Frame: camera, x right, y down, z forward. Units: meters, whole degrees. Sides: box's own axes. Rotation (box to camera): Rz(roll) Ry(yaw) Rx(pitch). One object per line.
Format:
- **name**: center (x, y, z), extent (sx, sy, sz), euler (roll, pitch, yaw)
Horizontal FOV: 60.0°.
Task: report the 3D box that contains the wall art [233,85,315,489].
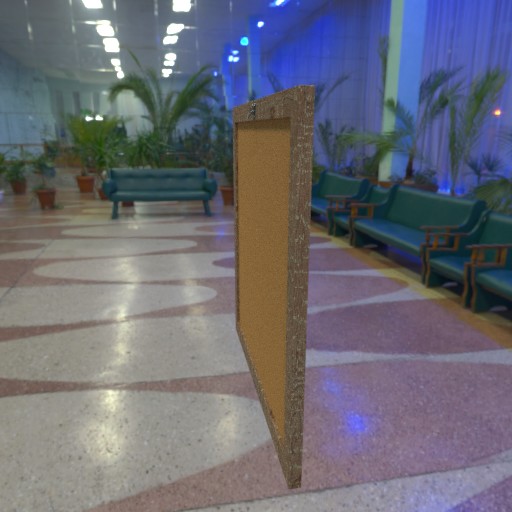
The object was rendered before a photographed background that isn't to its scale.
- **wall art**: center (0.000, 0.000, 0.572), extent (0.022, 0.380, 0.380), euler (-3, 16, -10)
